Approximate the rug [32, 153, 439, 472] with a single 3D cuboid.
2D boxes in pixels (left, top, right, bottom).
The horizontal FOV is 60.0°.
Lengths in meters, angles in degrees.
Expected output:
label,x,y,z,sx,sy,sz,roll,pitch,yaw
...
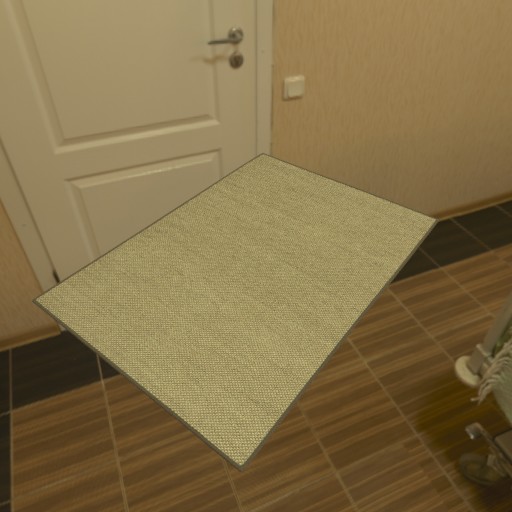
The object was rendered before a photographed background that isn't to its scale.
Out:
label,x,y,z,sx,sy,sz,roll,pitch,yaw
rug,0.000,0.000,2.748,1.523,0.012,2.133,27,48,27
